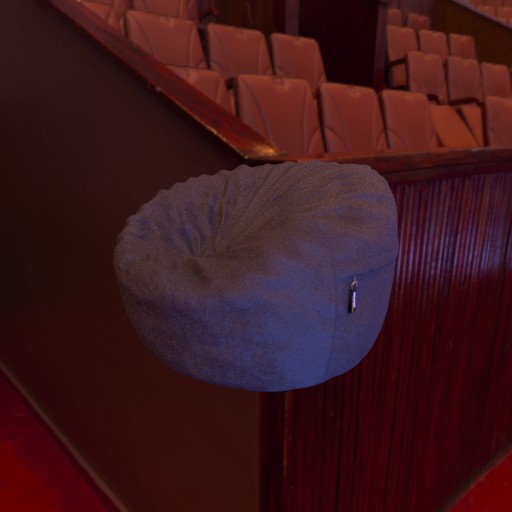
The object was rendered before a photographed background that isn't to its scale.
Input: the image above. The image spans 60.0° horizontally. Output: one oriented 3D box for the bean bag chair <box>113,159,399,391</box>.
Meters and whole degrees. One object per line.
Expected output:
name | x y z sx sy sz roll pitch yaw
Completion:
bean bag chair | 0.000 0.000 2.048 1.245 0.821 1.245 0 17 0
